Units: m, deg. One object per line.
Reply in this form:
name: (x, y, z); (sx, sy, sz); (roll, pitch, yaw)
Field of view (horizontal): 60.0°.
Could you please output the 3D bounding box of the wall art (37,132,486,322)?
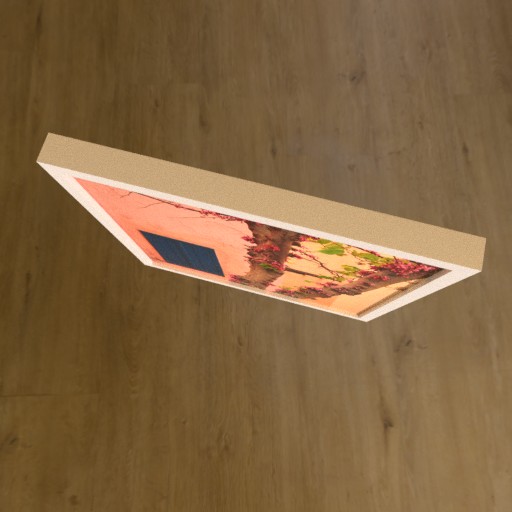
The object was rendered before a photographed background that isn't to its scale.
wall art: (0.000, 0.000, 0.739); (0.507, 0.508, 0.038); (14, 76, 4)
